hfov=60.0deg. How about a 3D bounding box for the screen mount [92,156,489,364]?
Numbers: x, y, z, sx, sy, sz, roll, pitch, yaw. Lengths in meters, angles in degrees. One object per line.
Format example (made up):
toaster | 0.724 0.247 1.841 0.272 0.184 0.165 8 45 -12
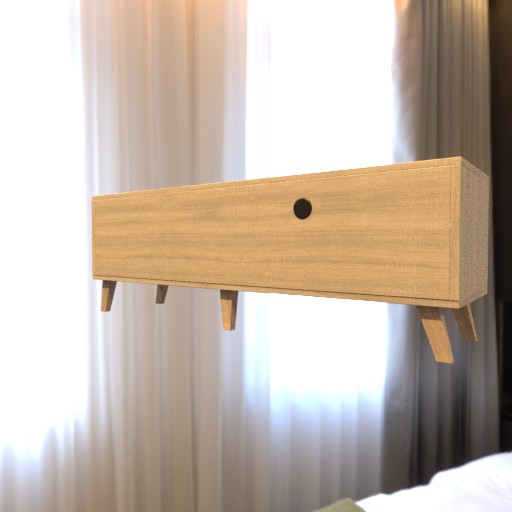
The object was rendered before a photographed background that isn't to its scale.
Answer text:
screen mount | 0.000 0.000 1.665 1.500 0.509 0.401 1 2 36
